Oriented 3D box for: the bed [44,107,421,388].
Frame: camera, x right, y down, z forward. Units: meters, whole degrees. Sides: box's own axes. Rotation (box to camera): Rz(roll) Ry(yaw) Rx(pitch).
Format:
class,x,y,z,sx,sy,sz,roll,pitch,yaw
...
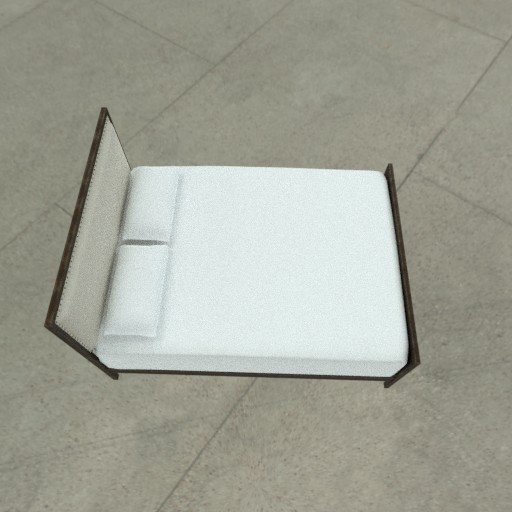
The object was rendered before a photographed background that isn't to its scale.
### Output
class,x,y,z,sx,sy,sz,roll,pitch,yaw
bed,0.000,0.000,3.304,2.221,1.313,1.607,2,62,1
